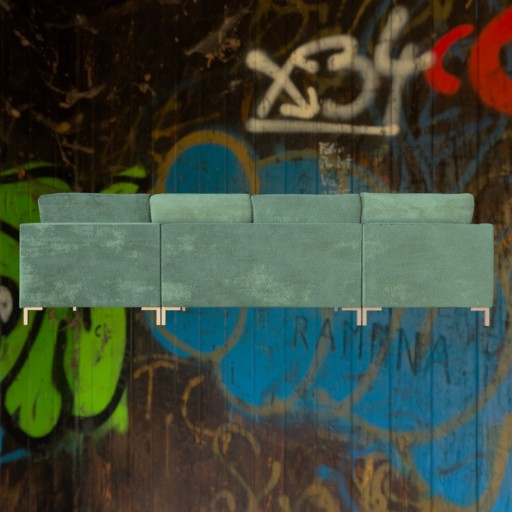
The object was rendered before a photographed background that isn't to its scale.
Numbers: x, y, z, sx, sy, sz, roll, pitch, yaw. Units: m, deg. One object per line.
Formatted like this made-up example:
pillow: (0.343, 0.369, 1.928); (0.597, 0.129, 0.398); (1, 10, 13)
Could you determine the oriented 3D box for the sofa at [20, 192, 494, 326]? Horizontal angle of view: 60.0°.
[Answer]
sofa: (0.000, 0.000, 4.184); (3.434, 0.992, 2.055); (0, 0, 1)
